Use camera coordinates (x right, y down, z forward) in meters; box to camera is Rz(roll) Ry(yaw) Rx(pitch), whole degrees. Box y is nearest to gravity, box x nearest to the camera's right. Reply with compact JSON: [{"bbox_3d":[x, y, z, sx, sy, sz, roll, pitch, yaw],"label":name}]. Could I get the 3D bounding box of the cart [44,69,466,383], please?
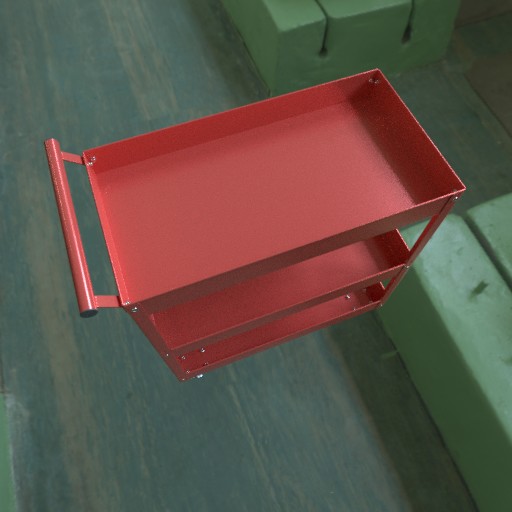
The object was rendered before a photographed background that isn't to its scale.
[{"bbox_3d":[0.000,0.000,1.155,0.719,0.780,0.366,-19,64,-9],"label":"cart"}]
